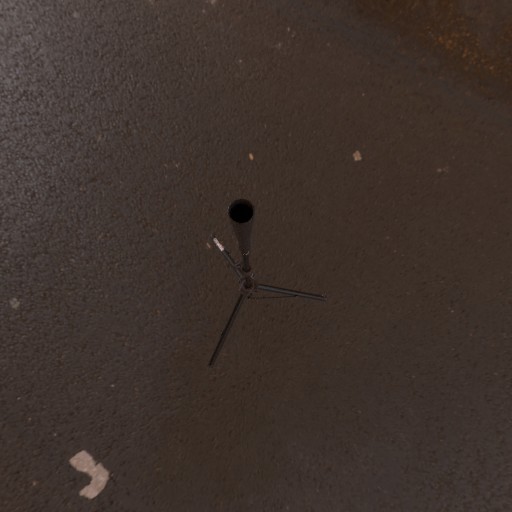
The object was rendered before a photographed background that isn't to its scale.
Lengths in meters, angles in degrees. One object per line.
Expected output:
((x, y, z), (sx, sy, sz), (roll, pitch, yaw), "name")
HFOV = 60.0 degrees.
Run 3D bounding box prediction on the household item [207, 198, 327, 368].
((0.000, 0.000, 1.399), (0.559, 1.067, 0.559), (-15, 76, -4), "household item")
